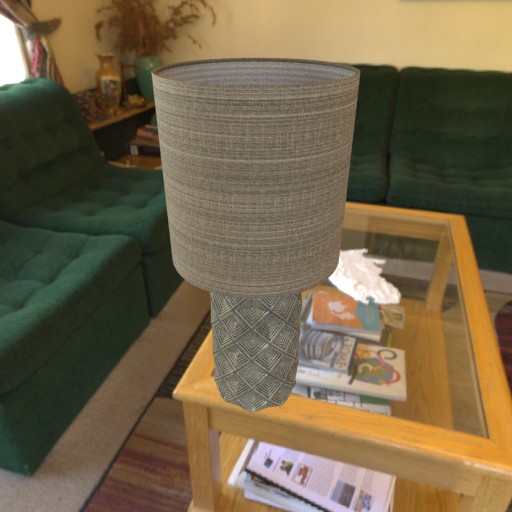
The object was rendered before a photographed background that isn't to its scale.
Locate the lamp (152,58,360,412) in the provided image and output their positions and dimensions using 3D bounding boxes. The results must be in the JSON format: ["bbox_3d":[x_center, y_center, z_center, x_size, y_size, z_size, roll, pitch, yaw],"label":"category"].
[{"bbox_3d":[0.000,0.000,0.722,0.268,0.566,0.269,0,30,-1],"label":"lamp"}]
